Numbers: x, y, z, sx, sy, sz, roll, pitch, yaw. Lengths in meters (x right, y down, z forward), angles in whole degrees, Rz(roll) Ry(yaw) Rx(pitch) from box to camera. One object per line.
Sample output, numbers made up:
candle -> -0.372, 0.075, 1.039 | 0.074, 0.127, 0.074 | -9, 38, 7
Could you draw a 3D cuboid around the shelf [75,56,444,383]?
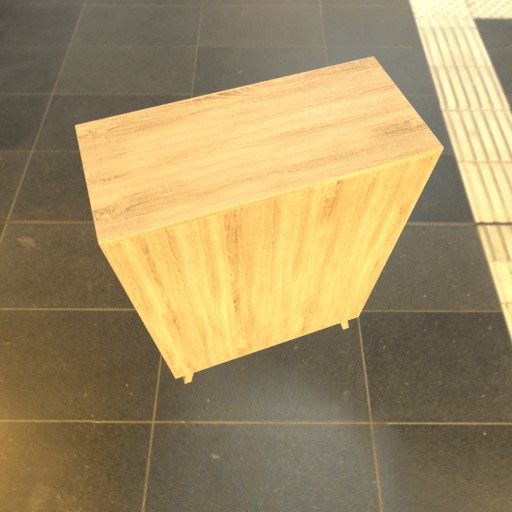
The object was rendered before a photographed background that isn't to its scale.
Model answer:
shelf -> 0.000, 0.000, 1.908 | 1.000, 1.390, 0.450 | -17, 61, -10
